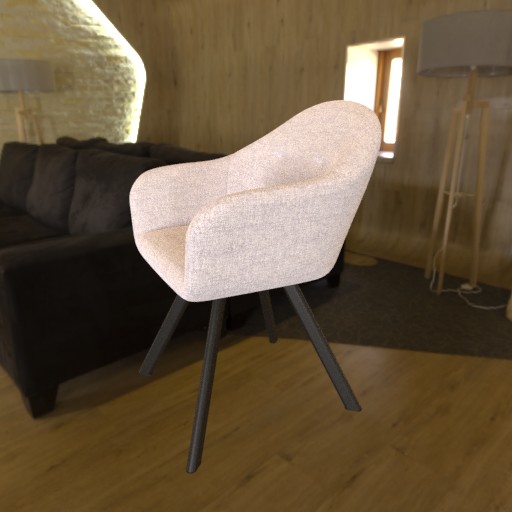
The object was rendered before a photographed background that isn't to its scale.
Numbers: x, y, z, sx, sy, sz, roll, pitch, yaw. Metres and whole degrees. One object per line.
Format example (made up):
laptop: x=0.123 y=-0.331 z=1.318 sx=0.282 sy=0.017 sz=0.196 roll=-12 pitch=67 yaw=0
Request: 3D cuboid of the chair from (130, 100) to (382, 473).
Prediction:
chair: x=0.000 y=0.000 z=1.161 sx=0.570 sy=0.780 sz=0.540 roll=-9 pitch=19 yaw=-26
